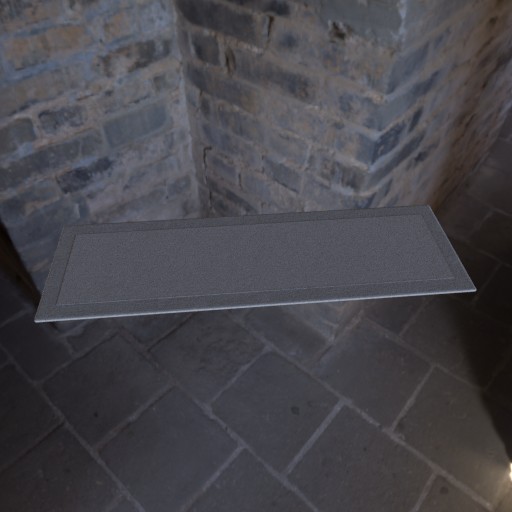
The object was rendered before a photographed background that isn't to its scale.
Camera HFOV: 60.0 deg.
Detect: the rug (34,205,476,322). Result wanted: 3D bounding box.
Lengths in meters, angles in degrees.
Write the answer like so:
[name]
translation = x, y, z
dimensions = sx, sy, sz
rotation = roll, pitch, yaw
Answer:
[rug]
translation = 0.000, 0.000, 2.684
dimensions = 2.430, 0.012, 0.759
rotation = -4, 46, -4
